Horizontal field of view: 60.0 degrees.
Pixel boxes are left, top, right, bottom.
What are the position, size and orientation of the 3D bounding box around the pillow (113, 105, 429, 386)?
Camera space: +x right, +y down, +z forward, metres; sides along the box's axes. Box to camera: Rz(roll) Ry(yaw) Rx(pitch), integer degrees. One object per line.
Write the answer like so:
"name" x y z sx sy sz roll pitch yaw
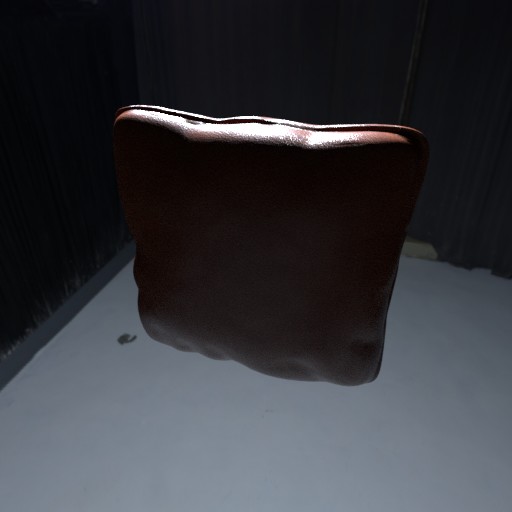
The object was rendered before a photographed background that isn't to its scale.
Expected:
"pillow" 0.000 0.000 0.832 0.532 0.523 0.236 9 33 15
